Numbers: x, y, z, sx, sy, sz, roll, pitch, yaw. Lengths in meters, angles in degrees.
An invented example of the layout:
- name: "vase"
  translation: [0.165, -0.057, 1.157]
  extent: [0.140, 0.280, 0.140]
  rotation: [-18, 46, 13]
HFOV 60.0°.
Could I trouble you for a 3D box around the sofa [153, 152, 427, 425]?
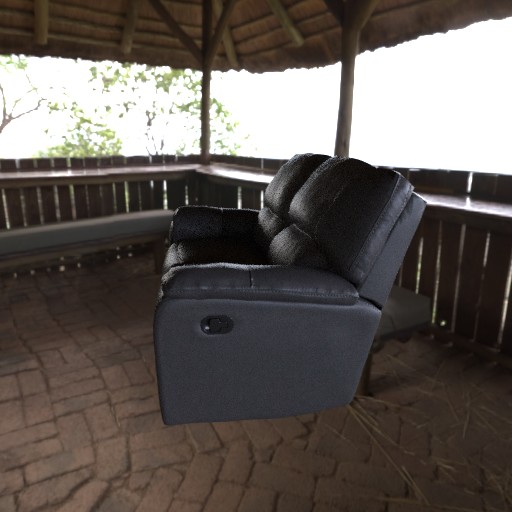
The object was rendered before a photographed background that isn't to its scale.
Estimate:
- name: "sofa"
  translation: [0.000, 0.000, 2.496]
  extent: [1.104, 1.111, 1.765]
  rotation: [-2, 15, -8]
